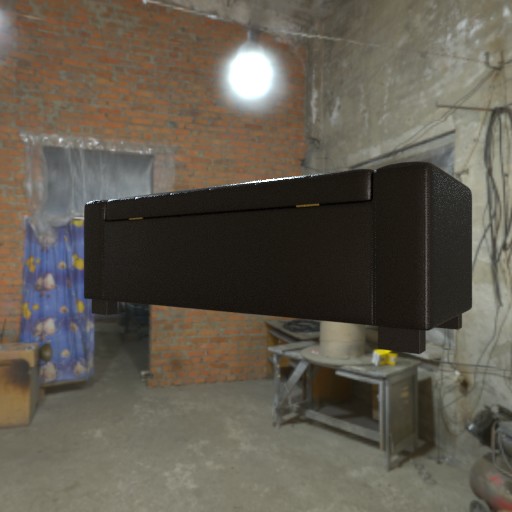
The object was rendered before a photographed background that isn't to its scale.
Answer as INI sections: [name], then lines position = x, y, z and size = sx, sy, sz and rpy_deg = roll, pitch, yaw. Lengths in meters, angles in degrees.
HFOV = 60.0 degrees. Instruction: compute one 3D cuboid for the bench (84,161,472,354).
[bench]
position = 0.000, 0.000, 1.545
size = 1.296, 0.445, 0.508
rpy_deg = 0, 0, 36
